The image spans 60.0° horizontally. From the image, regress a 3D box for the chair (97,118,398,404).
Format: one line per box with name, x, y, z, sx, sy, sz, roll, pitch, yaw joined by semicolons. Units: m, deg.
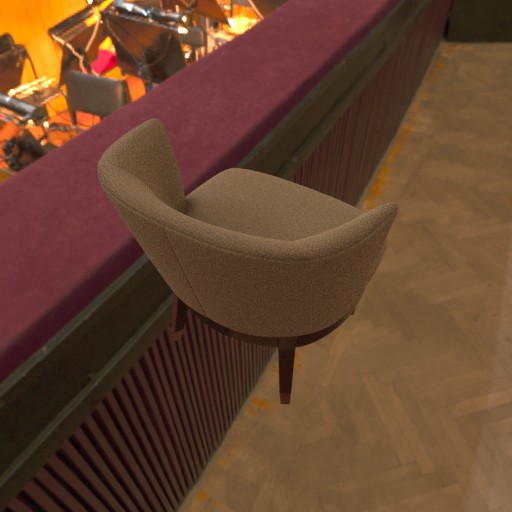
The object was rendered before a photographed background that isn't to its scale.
chair;0.000;0.000;1.307;0.700;0.760;0.660;24;51;22
